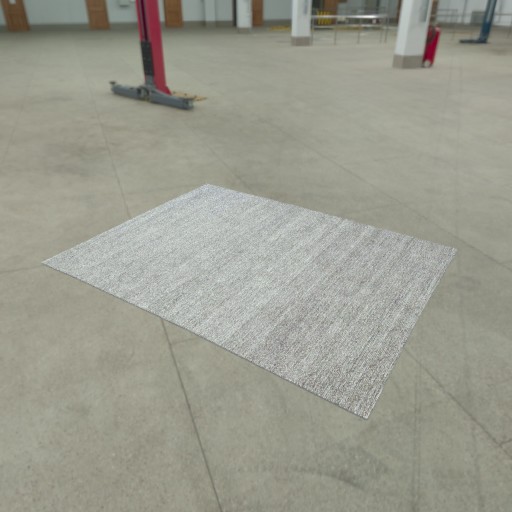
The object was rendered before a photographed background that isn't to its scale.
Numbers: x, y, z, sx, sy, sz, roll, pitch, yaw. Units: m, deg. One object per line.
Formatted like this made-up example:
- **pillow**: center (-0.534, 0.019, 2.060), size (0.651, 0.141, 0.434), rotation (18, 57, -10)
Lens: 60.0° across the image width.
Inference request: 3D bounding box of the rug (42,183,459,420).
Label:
- **rug**: center (0.000, 0.000, 4.234), size (3.202, 0.045, 2.434), rotation (19, 35, 29)
